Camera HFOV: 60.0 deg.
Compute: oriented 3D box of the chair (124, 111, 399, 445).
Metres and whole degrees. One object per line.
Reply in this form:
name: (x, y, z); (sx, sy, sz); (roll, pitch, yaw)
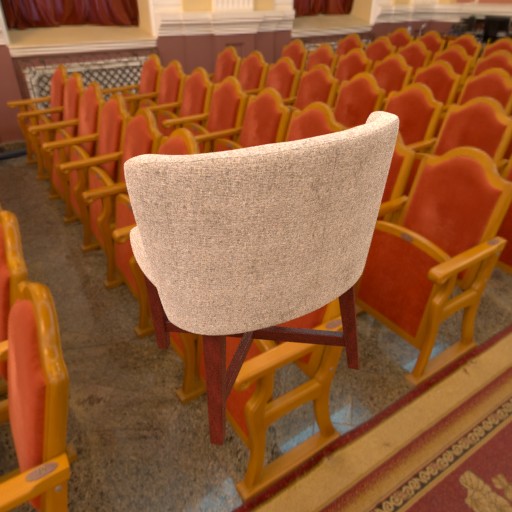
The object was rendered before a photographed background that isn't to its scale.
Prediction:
chair: (0.000, 0.000, 1.292); (0.728, 0.827, 0.575); (-19, 36, -28)
